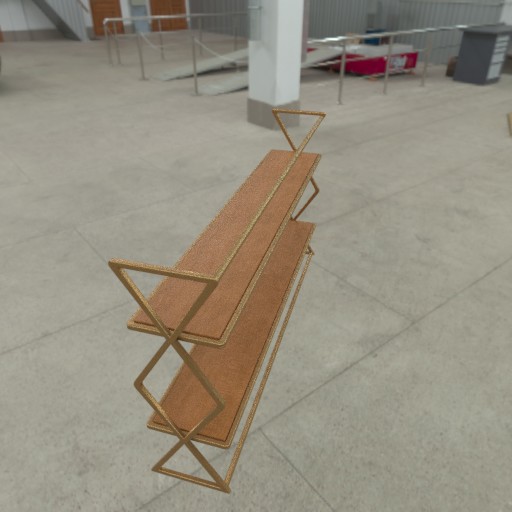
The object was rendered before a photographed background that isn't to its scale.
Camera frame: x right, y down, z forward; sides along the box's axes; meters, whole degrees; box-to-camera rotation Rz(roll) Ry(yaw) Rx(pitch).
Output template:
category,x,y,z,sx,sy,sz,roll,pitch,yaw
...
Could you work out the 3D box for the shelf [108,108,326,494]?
category,x,y,z,sx,sy,sz,roll,pitch,yaw
shelf,0.000,0.000,0.997,0.150,0.450,0.822,9,33,14
